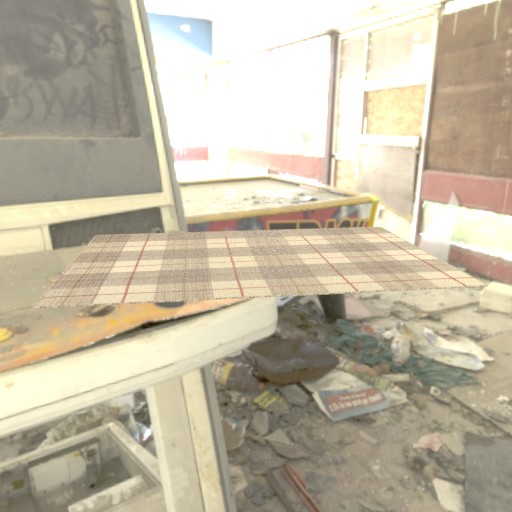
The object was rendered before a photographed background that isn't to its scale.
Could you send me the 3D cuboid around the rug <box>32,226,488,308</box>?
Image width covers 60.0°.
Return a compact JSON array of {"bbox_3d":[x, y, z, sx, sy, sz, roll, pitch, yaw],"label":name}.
[{"bbox_3d":[0.000,0.000,3.090,2.464,0.010,1.549,-2,17,-7],"label":"rug"}]
